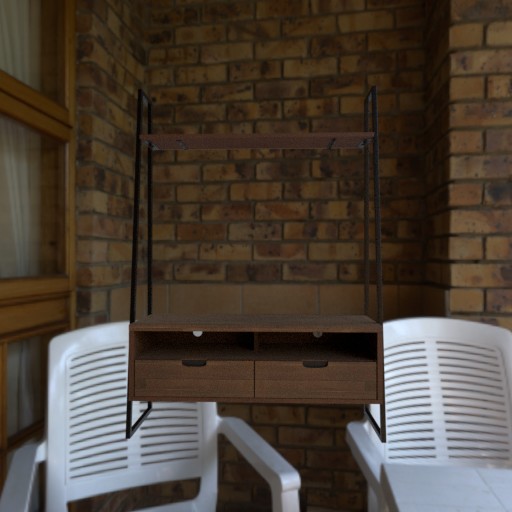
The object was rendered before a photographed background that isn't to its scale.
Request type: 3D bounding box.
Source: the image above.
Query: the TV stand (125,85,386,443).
[{"bbox_3d":[0.000,0.000,2.319,1.250,1.772,0.432,0,0,2],"label":"TV stand"}]
